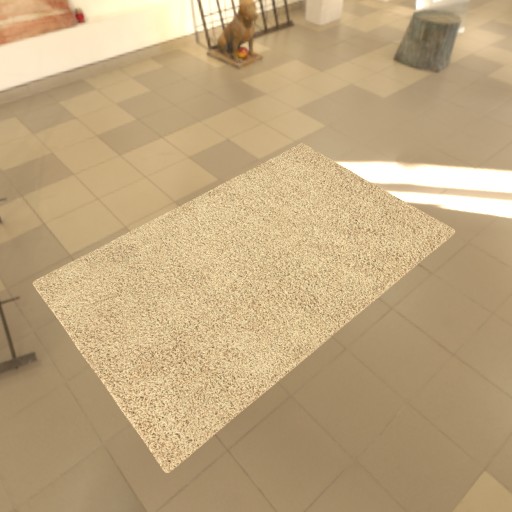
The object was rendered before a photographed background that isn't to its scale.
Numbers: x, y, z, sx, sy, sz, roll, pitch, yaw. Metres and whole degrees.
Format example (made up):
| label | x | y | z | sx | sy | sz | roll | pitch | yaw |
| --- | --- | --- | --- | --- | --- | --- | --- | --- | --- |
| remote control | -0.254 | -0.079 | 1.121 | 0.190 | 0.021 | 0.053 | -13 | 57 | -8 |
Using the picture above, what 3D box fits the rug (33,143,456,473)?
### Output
| label | x | y | z | sx | sy | sz | roll | pitch | yaw |
| --- | --- | --- | --- | --- | --- | --- | --- | --- | --- |
| rug | 0.000 | 0.000 | 2.968 | 2.438 | 0.030 | 1.524 | -33 | 54 | -27 |
